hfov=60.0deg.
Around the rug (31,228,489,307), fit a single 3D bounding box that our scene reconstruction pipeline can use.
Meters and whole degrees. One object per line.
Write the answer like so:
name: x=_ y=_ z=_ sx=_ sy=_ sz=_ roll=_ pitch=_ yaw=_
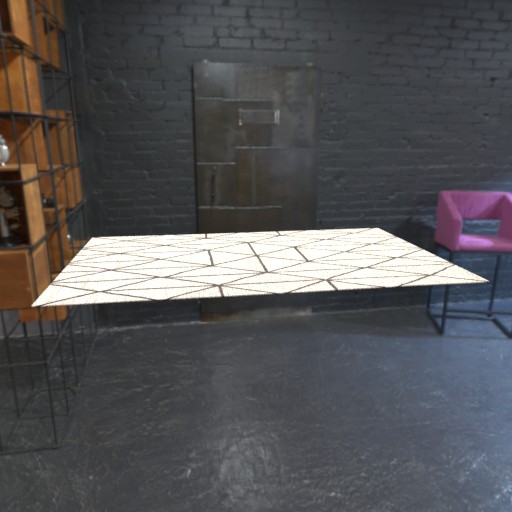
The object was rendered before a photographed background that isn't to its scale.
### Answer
rug: x=0.000 y=0.000 z=3.073 sx=2.465 sy=0.008 sz=1.526 roll=-2 pitch=15 yaw=-9
